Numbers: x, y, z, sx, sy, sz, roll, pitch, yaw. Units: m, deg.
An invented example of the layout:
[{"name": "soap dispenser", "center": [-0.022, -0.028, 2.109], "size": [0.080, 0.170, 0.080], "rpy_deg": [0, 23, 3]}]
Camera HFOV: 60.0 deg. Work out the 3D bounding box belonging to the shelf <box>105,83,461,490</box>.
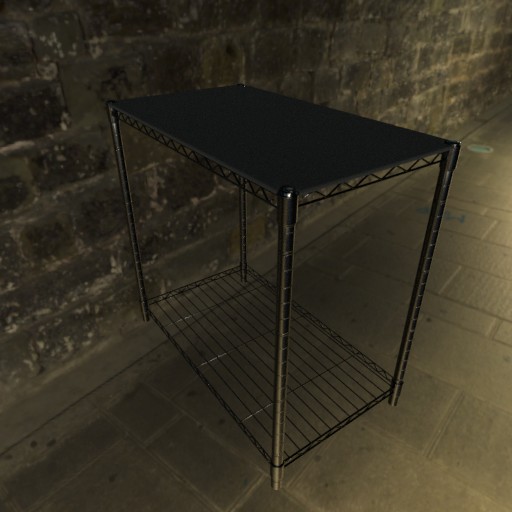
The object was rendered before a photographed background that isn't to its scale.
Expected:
[{"name": "shelf", "center": [0.000, 0.000, 0.919], "size": [0.338, 0.564, 0.589], "rpy_deg": [-20, 37, -30]}]
